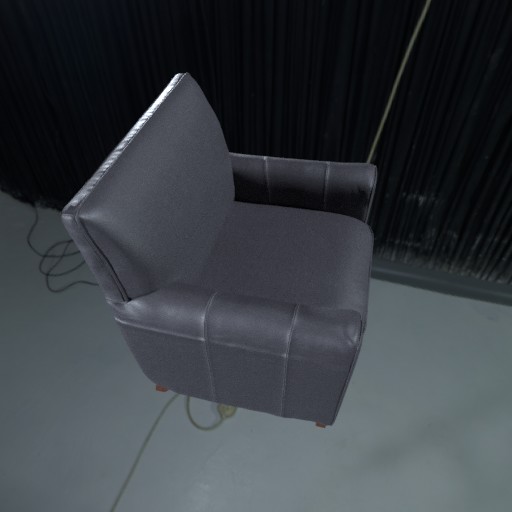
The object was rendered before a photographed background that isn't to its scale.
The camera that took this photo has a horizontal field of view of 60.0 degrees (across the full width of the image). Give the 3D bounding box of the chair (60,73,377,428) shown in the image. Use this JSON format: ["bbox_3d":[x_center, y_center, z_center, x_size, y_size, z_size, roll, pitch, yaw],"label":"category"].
[{"bbox_3d":[0.000,0.000,1.615,0.825,0.943,0.870,10,47,9],"label":"chair"}]
